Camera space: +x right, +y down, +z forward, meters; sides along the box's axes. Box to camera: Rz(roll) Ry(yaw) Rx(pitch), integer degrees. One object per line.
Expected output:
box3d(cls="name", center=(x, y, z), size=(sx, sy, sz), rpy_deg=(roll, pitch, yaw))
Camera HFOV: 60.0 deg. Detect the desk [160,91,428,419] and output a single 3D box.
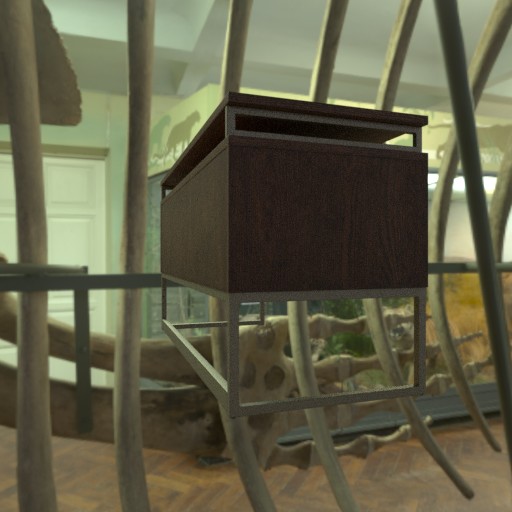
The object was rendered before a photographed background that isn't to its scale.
box3d(cls="desk", center=(0.000, 0.000, 1.816), size=(0.610, 0.792, 1.384), rpy_deg=(0, 0, -19))
